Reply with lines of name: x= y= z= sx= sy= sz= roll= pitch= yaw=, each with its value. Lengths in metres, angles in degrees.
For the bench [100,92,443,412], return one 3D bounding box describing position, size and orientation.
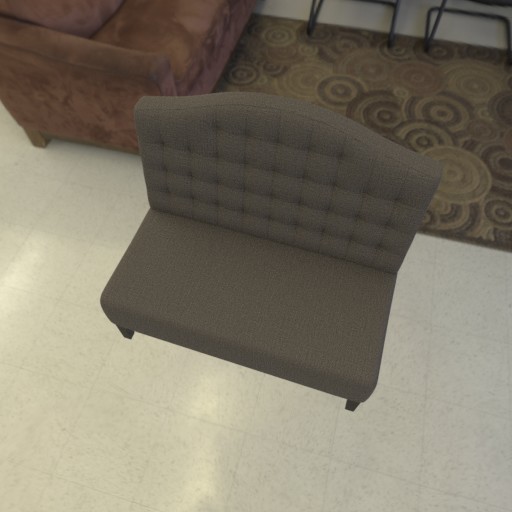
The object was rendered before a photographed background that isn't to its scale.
bench: x=0.000 y=0.000 z=2.056 sx=1.335 sy=1.180 sz=0.815 roll=15 pitch=59 yaw=9
